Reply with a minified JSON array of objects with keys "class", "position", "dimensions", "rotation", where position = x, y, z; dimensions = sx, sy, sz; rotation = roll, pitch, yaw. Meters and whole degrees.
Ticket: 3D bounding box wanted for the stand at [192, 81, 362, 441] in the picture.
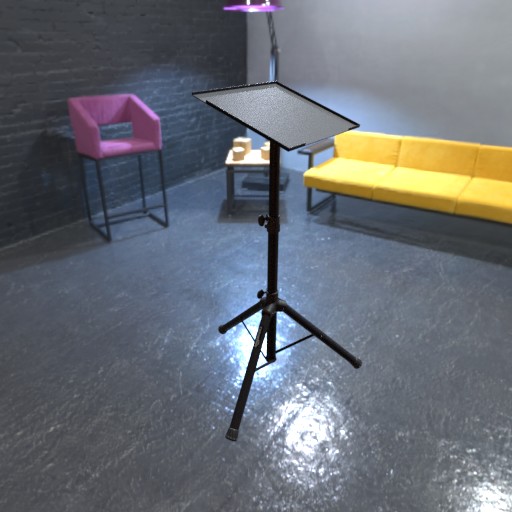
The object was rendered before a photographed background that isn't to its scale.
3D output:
[{"class":"stand","position":[0.000,0.000,1.693],"dimensions":[0.702,1.198,0.702],"rotation":[18,32,32]}]
